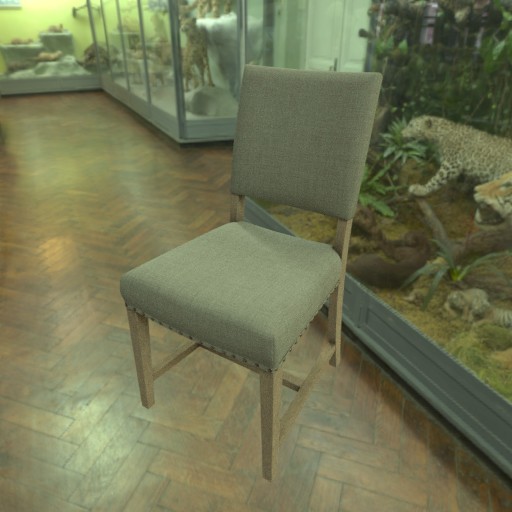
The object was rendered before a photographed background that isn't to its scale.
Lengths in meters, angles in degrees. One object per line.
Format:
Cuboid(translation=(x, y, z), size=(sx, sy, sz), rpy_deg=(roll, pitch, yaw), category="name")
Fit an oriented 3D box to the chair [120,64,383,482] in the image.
Cuboid(translation=(0.000, 0.000, 1.312), size=(0.508, 0.986, 0.622), rpy_deg=(17, 33, 29), category="chair")
